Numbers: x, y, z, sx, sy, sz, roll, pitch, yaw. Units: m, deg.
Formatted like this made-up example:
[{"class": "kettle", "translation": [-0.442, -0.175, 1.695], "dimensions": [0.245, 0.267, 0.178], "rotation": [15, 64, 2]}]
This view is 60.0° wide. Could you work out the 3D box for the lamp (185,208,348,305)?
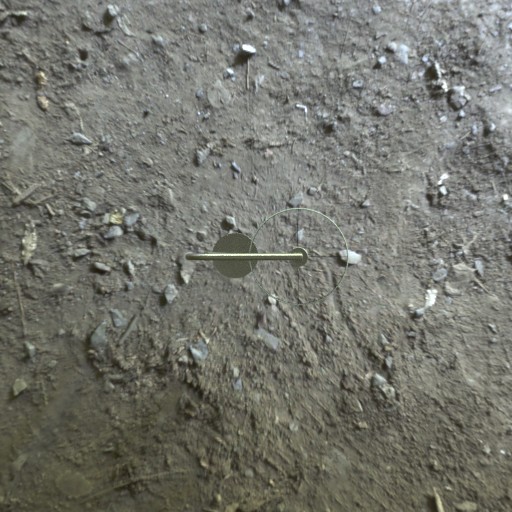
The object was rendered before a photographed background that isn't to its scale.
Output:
[{"class": "lamp", "translation": [0.000, 0.000, 1.639], "dimensions": [0.508, 1.478, 0.254], "rotation": [0, 90, 2]}]
